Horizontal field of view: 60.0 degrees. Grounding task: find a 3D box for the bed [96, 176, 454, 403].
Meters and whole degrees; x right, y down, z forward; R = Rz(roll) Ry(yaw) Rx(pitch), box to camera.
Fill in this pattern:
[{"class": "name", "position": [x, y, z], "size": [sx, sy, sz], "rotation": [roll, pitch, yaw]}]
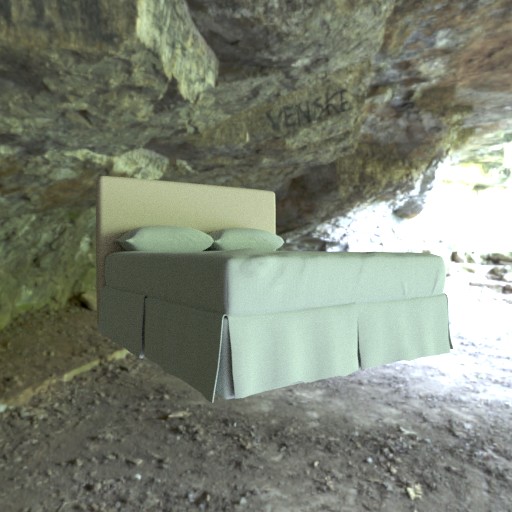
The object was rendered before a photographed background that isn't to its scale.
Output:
[{"class": "bed", "position": [0.000, 0.000, 3.347], "size": [1.884, 1.330, 2.142], "rotation": [-1, 1, -34]}]
